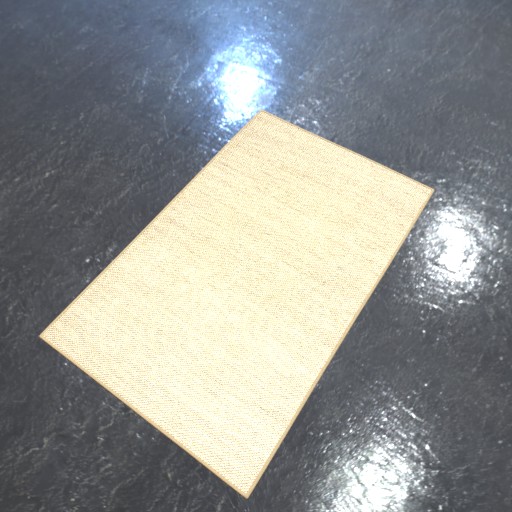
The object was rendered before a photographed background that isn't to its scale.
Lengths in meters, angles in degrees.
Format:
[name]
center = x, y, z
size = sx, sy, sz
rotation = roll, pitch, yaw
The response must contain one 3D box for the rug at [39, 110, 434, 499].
[rug]
center = 0.000, 0.000, 2.045
size = 1.062, 0.013, 1.667
rotation = 30, 64, 17
